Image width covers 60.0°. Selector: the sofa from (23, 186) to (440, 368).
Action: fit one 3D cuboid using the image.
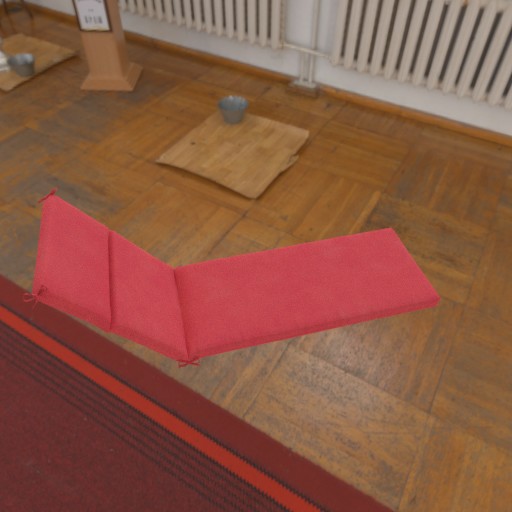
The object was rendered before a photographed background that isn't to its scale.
[{"bbox_3d":[0.000,0.000,1.922,1.663,0.622,0.582,-10,47,-10],"label":"sofa"}]
